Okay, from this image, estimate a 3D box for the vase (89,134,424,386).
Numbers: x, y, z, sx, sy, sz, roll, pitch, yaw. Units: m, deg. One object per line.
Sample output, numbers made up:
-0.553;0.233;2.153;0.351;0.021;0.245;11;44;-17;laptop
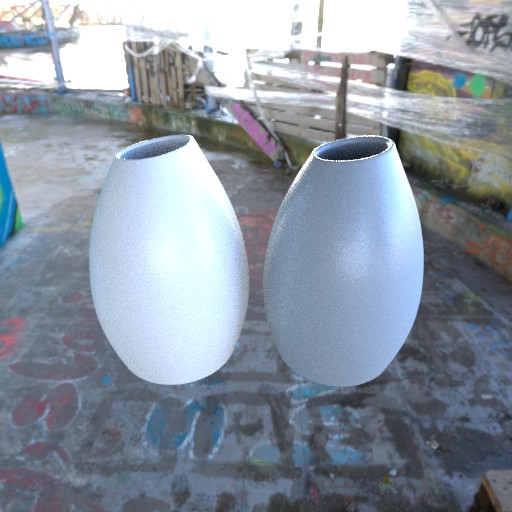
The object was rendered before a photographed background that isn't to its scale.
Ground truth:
0.000;0.000;0.249;0.187;0.131;0.089;0;30;1;vase
